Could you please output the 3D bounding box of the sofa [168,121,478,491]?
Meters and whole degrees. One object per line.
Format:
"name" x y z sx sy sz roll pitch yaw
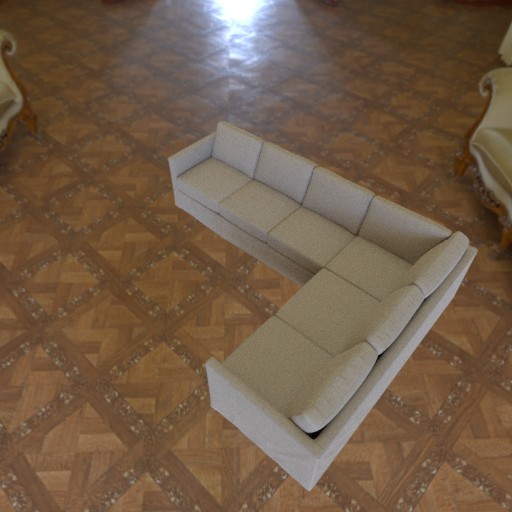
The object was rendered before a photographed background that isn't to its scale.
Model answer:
"sofa" 0.000 0.000 4.229 3.182 0.871 2.432 33 55 27
